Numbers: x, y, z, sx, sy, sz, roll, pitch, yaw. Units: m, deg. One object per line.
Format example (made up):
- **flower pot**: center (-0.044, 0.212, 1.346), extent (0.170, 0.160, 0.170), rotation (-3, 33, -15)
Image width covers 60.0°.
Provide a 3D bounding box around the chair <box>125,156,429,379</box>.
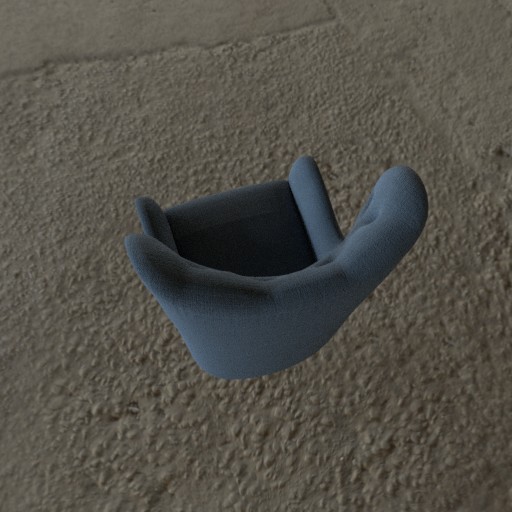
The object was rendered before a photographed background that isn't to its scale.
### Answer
- **chair**: center (0.000, 0.000, 1.726), extent (0.831, 1.079, 0.930), rotation (-16, 58, -10)
